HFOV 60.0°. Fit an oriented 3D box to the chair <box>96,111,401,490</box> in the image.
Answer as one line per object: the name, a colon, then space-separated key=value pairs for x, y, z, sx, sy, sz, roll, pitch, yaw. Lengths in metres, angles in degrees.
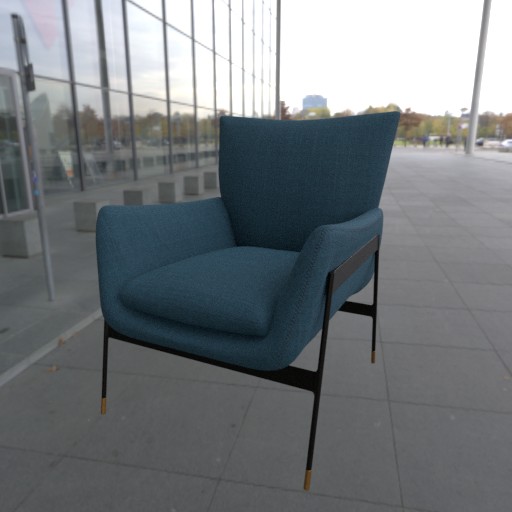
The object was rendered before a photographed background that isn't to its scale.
chair: x=0.000 y=0.000 z=1.351 sx=0.678 sy=0.859 sz=0.769 roll=8 pitch=17 yaw=26
